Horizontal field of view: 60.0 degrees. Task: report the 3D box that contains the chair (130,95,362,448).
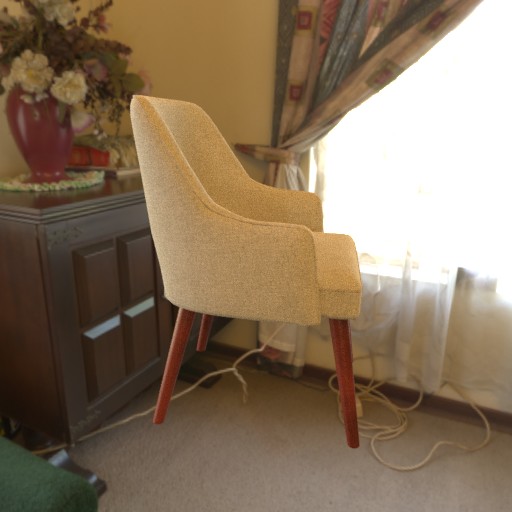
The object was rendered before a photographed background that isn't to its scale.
[{"bbox_3d":[0.000,0.000,1.247,0.605,0.849,0.548,3,17,9],"label":"chair"}]
